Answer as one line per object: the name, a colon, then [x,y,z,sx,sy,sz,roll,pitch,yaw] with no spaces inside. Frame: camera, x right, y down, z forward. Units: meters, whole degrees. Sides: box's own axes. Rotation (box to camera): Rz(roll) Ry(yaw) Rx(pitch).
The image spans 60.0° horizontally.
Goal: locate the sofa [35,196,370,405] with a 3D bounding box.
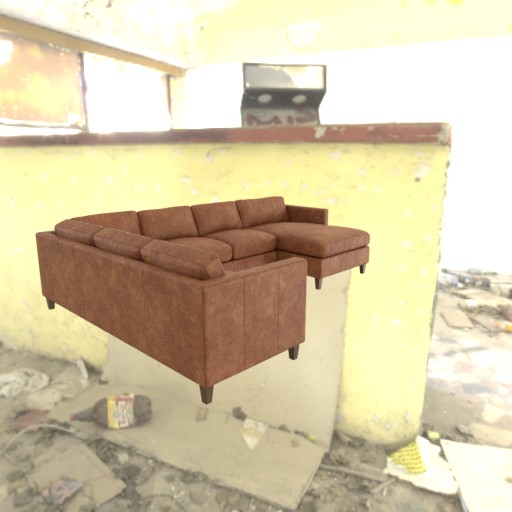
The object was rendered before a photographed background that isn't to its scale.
sofa: [0.000,0.000,4.462,2.452,0.888,3.324,13,18,43]
